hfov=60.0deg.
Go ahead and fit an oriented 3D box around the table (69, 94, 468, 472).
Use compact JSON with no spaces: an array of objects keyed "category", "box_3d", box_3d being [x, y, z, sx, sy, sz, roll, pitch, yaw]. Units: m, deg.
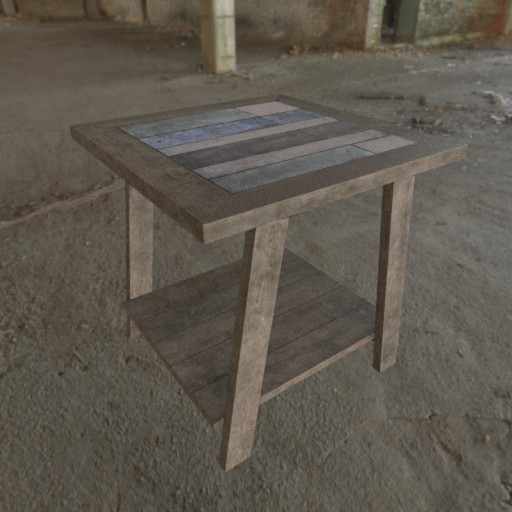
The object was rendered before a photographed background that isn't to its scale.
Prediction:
[{"category":"table","box_3d":[0.000,0.000,1.106,0.610,0.610,0.610,-20,37,-30]}]
